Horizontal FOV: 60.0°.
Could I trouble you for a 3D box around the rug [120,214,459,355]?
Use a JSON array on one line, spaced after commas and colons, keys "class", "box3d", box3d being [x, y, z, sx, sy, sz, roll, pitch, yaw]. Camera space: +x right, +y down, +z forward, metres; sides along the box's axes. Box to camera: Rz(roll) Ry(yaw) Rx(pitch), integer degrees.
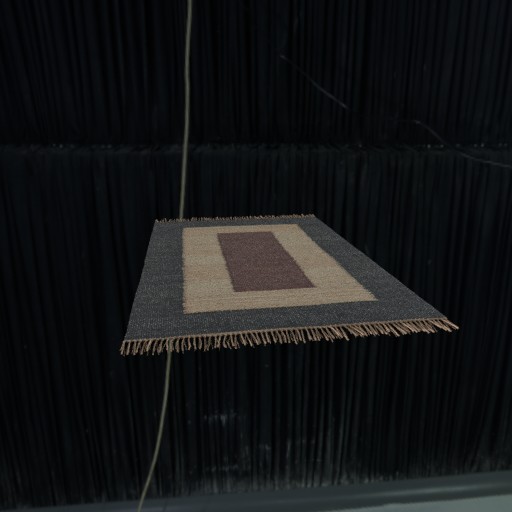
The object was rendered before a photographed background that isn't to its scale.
[{"class": "rug", "box3d": [0.000, 0.000, 2.495, 1.224, 0.027, 2.021, -3, 18, -8]}]
